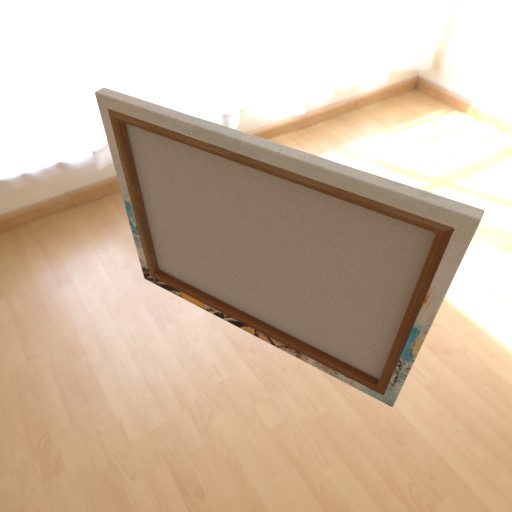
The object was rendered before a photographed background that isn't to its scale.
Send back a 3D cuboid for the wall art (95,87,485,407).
[{"bbox_3d":[0.000,0.000,1.300,1.016,0.762,0.038,24,50,22],"label":"wall art"}]
